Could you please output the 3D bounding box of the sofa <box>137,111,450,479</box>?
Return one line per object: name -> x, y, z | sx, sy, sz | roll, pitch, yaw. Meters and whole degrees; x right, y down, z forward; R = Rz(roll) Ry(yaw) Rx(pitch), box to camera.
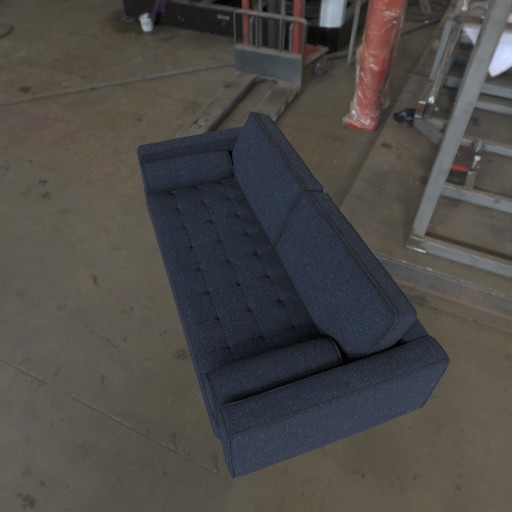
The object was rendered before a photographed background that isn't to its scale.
sofa -> 0.000, 0.000, 2.304 | 0.914, 0.762, 1.880 | -15, 48, -14
